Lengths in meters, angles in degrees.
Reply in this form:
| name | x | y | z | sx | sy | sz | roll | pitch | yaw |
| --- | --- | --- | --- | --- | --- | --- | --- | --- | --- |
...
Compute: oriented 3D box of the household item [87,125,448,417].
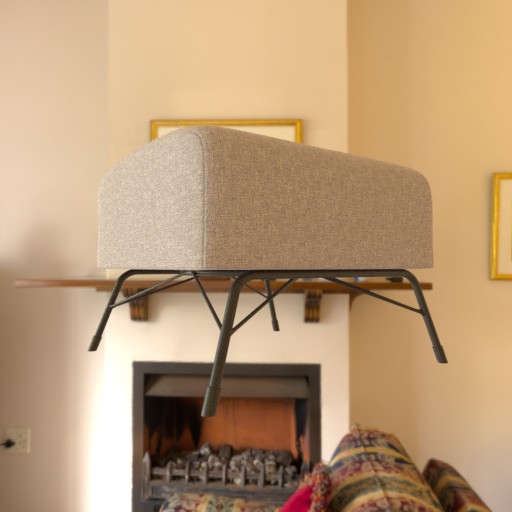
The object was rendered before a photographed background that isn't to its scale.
| name | x | y | z | sx | sy | sz | roll | pitch | yaw |
| --- | --- | --- | --- | --- | --- | --- | --- | --- | --- |
| household item | 0.000 | 0.000 | 0.911 | 0.530 | 0.410 | 0.530 | 1 | -2 | -36 |
